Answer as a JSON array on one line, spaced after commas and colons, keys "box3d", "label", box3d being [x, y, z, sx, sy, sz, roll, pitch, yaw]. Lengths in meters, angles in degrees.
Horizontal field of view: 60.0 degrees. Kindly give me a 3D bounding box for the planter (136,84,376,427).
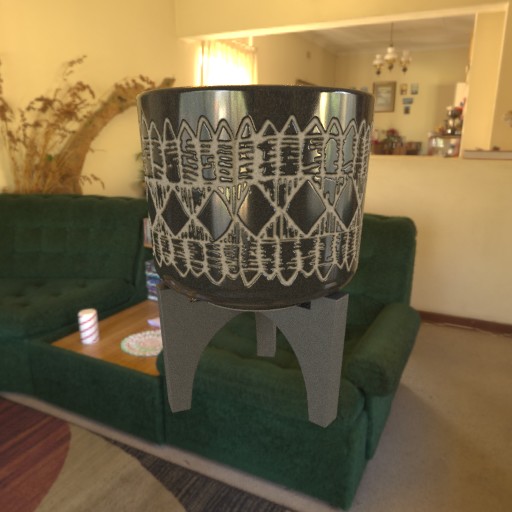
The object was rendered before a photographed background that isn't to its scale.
[{"box3d": [0.000, 0.000, 0.523, 0.251, 0.355, 0.251, 2, 15, 9], "label": "planter"}]
